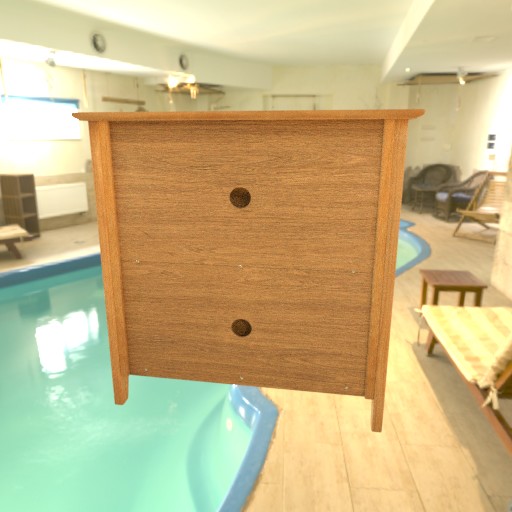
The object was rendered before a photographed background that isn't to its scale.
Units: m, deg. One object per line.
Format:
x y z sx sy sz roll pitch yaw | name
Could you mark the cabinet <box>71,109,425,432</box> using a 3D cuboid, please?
0.000 0.000 1.263 0.763 0.762 0.503 3 15 9 | cabinet
